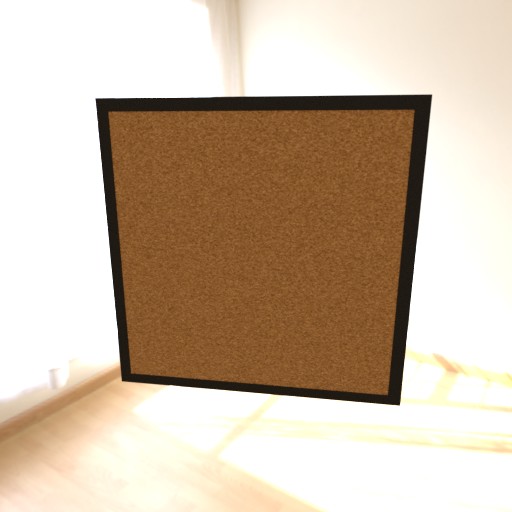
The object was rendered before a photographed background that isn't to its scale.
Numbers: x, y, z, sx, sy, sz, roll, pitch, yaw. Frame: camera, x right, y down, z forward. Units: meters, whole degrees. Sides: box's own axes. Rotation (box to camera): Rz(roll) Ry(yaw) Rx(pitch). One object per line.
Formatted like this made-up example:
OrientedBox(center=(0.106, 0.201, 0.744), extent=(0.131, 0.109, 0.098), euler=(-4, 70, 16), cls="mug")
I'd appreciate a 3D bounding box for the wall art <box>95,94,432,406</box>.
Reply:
OrientedBox(center=(0.000, 0.000, 0.745), extent=(0.506, 0.503, 0.036), euler=(2, 16, 8), cls="wall art")
